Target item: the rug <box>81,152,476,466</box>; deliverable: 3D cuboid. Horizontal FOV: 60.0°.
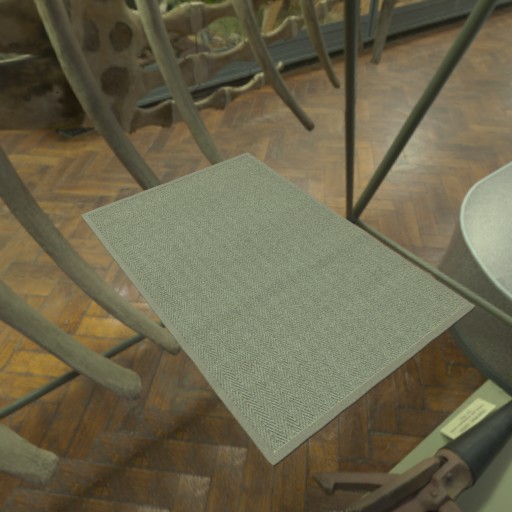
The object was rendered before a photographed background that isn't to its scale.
[{"bbox_3d":[0.000,0.000,2.957,1.540,0.021,2.290,-27,49,-26],"label":"rug"}]
